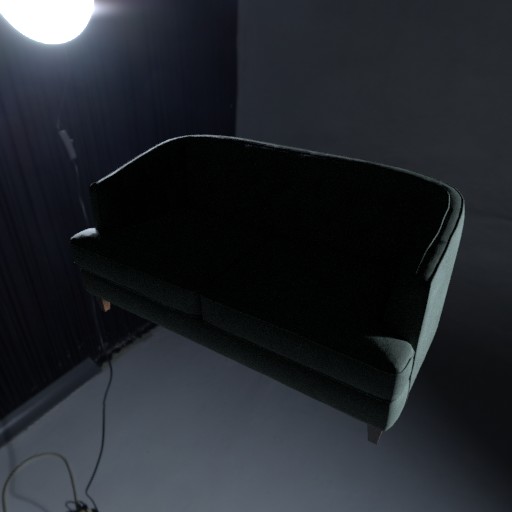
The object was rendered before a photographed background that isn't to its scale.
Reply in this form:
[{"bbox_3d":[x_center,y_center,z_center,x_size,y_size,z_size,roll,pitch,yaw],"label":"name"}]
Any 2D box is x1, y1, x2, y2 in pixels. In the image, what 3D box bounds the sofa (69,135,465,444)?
[{"bbox_3d":[0.000,0.000,2.185,1.733,0.855,0.941,18,35,28],"label":"sofa"}]
